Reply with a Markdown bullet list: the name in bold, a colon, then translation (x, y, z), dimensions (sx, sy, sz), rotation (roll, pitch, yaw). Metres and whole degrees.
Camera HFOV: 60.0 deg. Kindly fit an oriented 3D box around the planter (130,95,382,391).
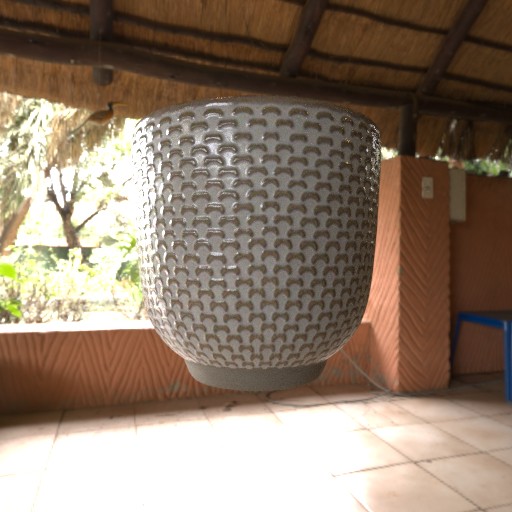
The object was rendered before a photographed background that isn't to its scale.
- **planter**: translation (0.000, 0.000, 0.360), dimensions (0.197, 0.191, 0.197), rotation (0, -1, 0)
